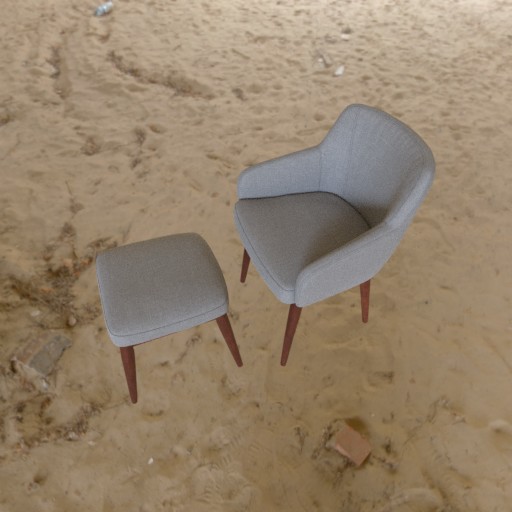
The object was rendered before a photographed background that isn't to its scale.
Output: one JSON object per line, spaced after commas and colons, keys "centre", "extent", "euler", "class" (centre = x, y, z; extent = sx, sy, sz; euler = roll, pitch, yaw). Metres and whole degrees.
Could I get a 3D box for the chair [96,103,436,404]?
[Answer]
{"centre": [0.000, 0.000, 1.589], "extent": [1.107, 0.799, 0.584], "euler": [-16, 48, -15], "class": "chair"}
